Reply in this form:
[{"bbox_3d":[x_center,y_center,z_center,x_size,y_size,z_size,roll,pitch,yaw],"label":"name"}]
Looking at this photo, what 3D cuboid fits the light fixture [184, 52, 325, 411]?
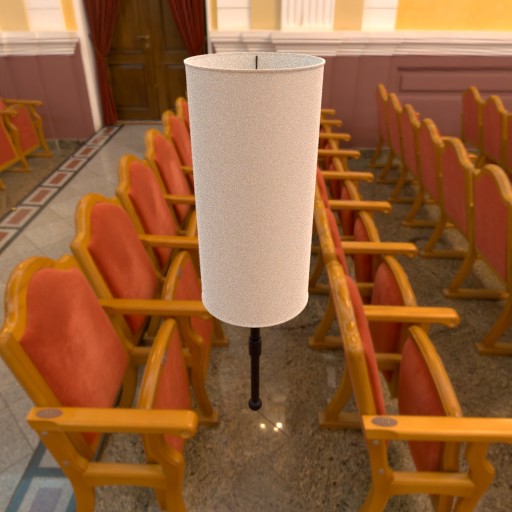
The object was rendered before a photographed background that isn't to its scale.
[{"bbox_3d":[0.000,0.000,0.556,0.128,0.462,0.208,1,30,2],"label":"light fixture"}]
